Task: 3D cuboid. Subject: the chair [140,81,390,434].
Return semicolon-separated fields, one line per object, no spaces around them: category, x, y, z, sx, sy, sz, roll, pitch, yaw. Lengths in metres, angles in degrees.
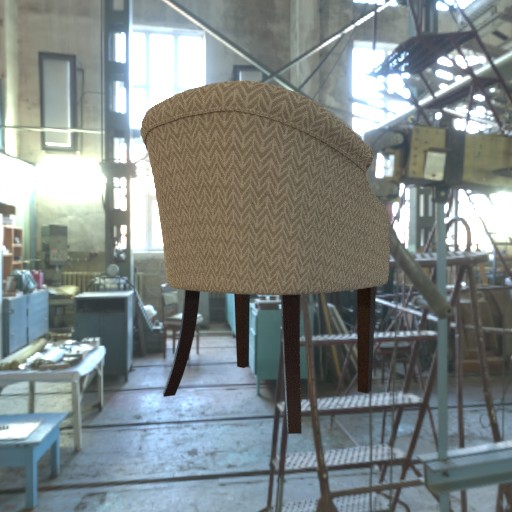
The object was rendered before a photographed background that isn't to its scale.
chair;0.000;0.000;1.344;0.686;0.858;0.613;1;1;37
